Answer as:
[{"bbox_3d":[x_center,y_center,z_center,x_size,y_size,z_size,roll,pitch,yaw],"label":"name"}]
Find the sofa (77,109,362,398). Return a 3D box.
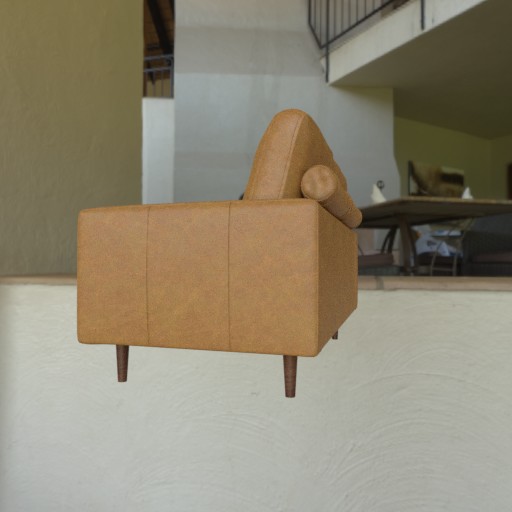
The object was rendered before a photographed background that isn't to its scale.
[{"bbox_3d":[0.000,0.000,2.000,0.868,0.898,1.430,0,-1,17],"label":"sofa"}]
